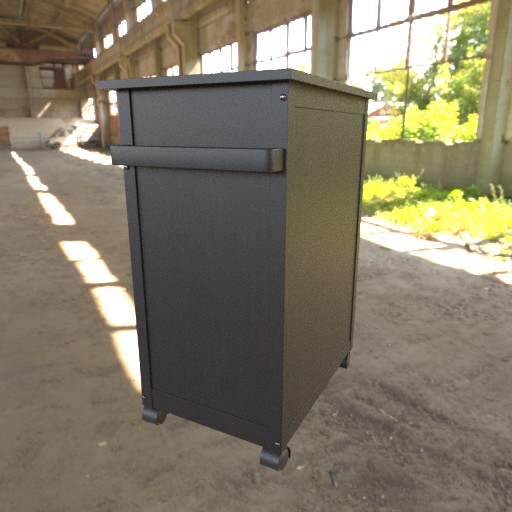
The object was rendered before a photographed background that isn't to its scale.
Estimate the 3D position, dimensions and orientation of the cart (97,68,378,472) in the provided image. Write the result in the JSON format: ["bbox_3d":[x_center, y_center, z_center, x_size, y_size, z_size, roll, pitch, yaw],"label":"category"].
[{"bbox_3d":[0.000,0.000,1.234,0.456,0.879,0.660,8,18,27],"label":"cart"}]
